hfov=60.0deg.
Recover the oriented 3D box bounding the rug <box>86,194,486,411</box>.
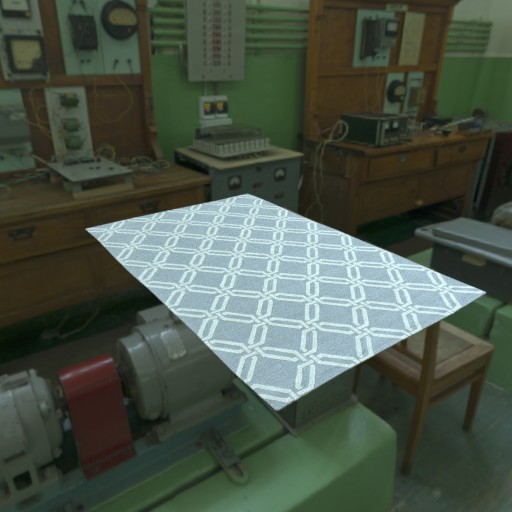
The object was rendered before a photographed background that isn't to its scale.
[{"bbox_3d":[0.000,0.000,2.198,1.148,0.010,1.754,-17,30,-32],"label":"rug"}]
